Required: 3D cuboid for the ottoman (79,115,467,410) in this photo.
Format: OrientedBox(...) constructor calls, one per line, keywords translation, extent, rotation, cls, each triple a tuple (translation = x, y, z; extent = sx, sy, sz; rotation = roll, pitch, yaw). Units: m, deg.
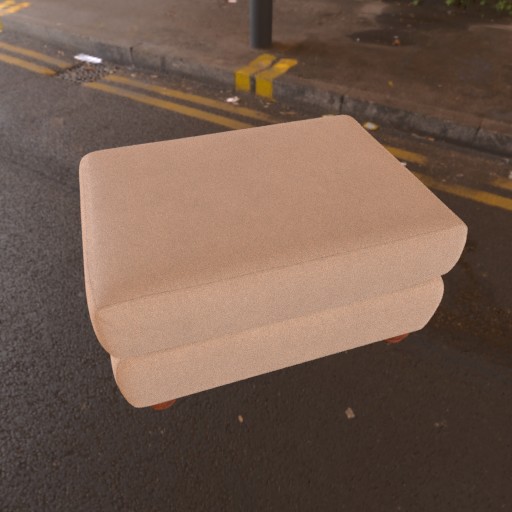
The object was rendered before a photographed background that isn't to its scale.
OrientedBox(translation=(0.000, 0.000, 1.135), extent=(0.773, 0.499, 0.569), rotation=(-12, 44, -13), cls="ottoman")
